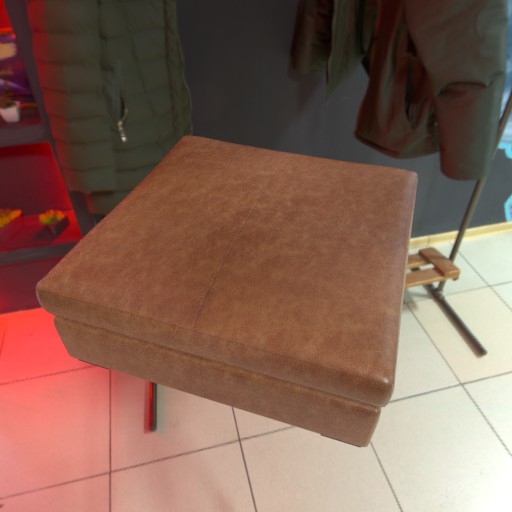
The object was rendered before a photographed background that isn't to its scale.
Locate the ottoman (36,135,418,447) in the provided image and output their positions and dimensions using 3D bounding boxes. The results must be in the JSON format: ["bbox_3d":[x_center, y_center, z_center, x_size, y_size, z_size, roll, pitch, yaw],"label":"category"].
[{"bbox_3d":[0.000,0.000,1.838,1.169,0.483,1.168,12,43,14],"label":"ottoman"}]
